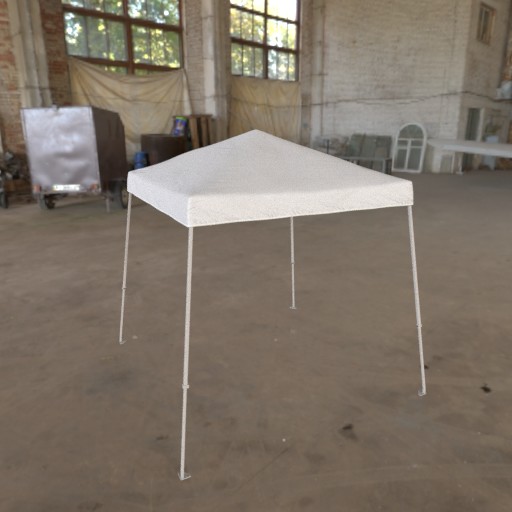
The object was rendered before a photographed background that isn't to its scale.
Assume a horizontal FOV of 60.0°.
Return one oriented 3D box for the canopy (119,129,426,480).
[{"bbox_3d":[0.000,0.000,5.189,2.848,2.849,2.849,-8,18,-26],"label":"canopy"}]
